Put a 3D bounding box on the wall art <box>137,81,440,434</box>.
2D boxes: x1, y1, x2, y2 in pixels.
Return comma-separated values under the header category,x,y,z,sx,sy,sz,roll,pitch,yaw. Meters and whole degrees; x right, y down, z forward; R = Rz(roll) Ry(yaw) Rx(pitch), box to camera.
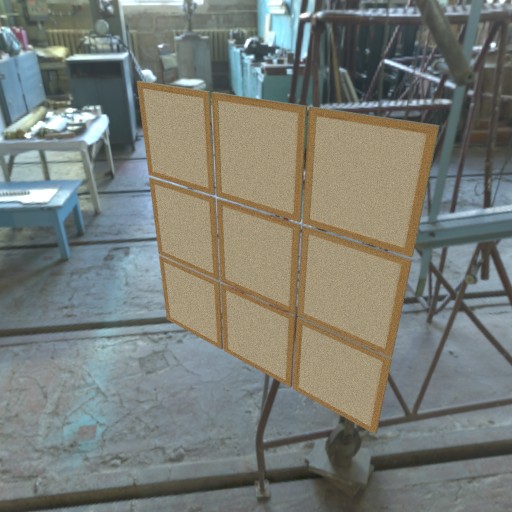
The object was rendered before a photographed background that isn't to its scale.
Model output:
category,x,y,z,sx,sy,sz,roll,pitch,yaw
wall art,0.000,0.000,2.237,1.517,1.523,0.013,21,36,32
